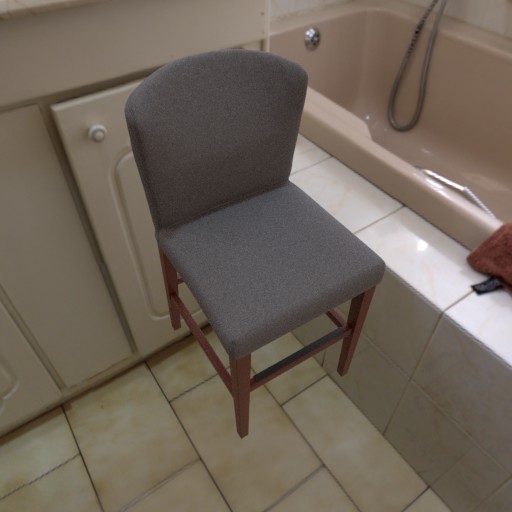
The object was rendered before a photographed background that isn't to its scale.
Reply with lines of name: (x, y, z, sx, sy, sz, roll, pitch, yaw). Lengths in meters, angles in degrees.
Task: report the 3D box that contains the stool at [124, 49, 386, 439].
stool: (0.000, 0.000, 1.282, 0.481, 0.968, 0.568, -24, 50, -22)
